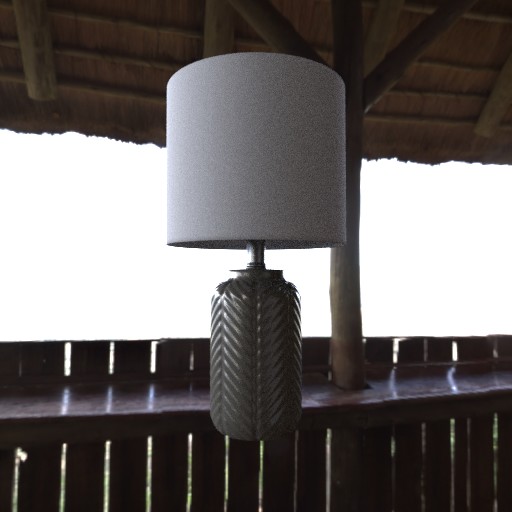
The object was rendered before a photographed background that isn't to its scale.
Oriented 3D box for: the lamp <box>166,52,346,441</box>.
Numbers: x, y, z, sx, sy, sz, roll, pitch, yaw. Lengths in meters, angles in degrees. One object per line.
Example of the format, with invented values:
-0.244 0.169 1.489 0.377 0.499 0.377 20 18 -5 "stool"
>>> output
0.000 0.000 0.508 0.203 0.389 0.203 1 -3 -34 "lamp"
